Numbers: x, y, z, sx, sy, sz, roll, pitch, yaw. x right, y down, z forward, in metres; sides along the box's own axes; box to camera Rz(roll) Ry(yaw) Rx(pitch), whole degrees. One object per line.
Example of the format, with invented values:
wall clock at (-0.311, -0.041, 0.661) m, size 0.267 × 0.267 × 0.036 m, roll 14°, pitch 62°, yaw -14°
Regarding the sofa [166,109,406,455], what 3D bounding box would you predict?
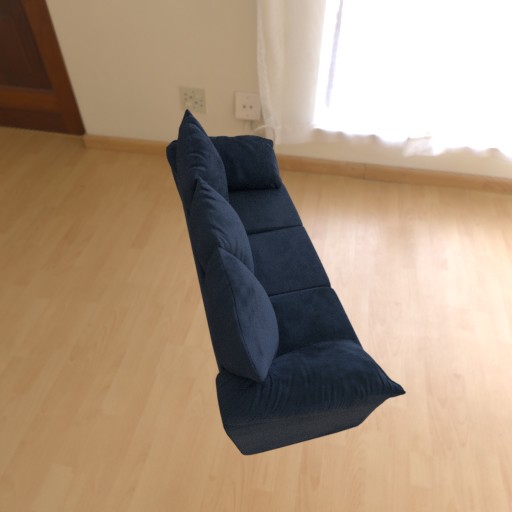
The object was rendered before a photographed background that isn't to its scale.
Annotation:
sofa at (0.000, 0.000, 2.939) m, size 0.907 × 1.091 × 2.390 m, roll -10°, pitch 48°, yaw -10°
